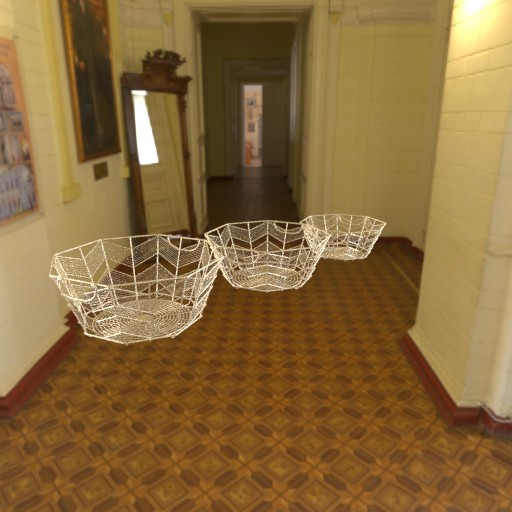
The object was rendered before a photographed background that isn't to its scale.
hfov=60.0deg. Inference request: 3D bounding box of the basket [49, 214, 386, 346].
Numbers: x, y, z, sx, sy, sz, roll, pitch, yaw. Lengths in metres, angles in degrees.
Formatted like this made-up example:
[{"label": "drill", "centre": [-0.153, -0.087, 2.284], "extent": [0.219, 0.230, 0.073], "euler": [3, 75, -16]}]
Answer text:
[{"label": "basket", "centre": [0.000, 0.000, 1.407], "extent": [1.246, 0.178, 0.432], "euler": [-16, 23, -41]}]
